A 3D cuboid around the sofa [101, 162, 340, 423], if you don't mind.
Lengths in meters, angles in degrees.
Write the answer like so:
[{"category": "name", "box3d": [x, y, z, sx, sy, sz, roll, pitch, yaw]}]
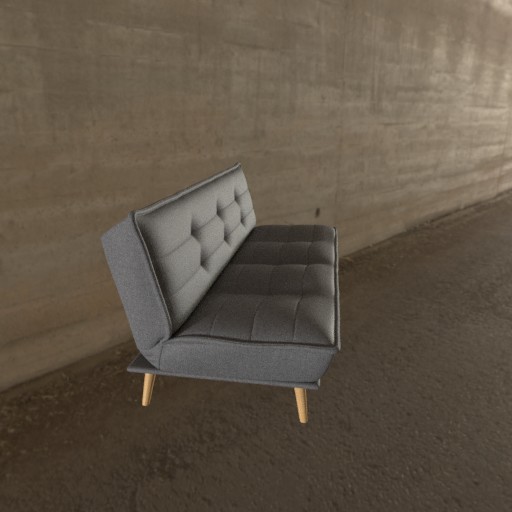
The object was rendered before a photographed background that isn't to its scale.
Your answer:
[{"category": "sofa", "box3d": [0.000, 0.000, 2.575, 0.950, 0.890, 1.940, 3, 17, 9]}]
